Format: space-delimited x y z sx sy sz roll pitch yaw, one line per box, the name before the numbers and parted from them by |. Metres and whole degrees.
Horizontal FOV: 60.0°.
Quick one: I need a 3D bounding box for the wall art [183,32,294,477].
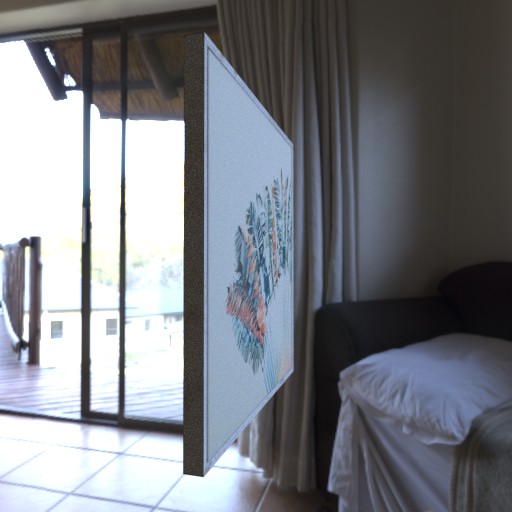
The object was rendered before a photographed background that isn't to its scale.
wall art | 0.000 0.000 1.123 0.038 0.757 0.760 0 -1 16
